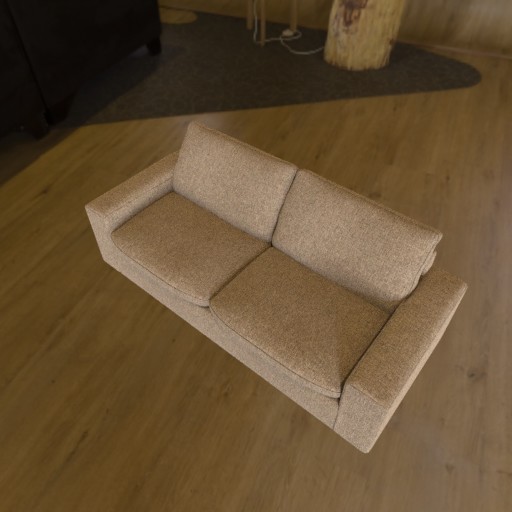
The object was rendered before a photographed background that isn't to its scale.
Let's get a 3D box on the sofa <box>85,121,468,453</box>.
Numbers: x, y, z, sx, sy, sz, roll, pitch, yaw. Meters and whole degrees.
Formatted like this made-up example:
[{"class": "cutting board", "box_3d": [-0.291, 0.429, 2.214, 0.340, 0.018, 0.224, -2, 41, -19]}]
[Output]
[{"class": "sofa", "box_3d": [0.000, 0.000, 2.833, 2.299, 0.922, 1.040, 31, 53, 26]}]
